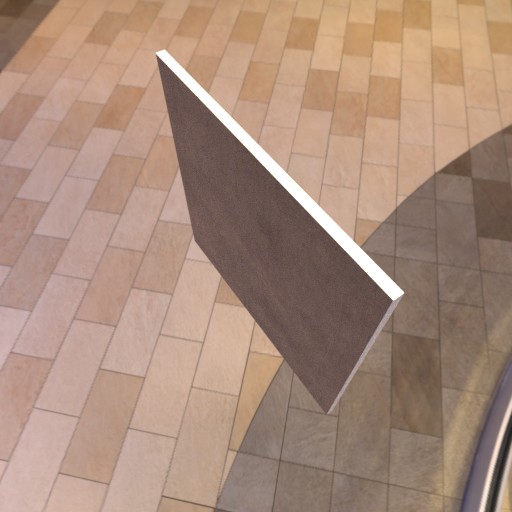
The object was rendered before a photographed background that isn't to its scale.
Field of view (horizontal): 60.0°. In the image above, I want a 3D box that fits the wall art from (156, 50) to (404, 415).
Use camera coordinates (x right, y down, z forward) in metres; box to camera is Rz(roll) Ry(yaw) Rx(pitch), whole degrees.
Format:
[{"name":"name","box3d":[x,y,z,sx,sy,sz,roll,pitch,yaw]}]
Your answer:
[{"name":"wall art","box3d":[0.000,0.000,1.014,0.020,0.661,0.664,-31,63,-18]}]
